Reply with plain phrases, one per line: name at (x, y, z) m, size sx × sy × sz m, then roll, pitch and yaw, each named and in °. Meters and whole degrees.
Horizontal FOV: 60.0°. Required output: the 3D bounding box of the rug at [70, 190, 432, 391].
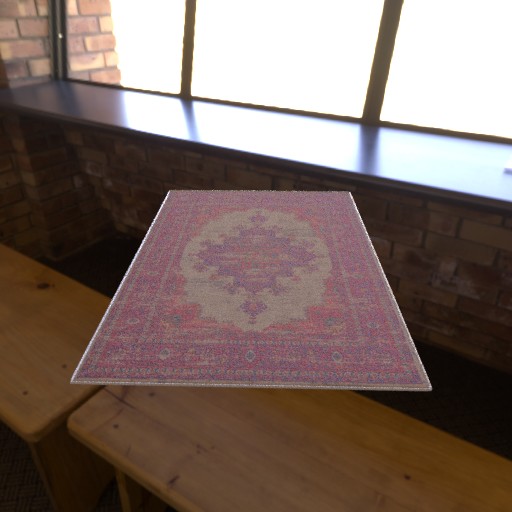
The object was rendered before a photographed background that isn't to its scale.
rug at (0.000, 0.000, 3.680) m, size 2.005 × 0.014 × 2.878 m, roll 1°, pitch 30°, yaw 1°
